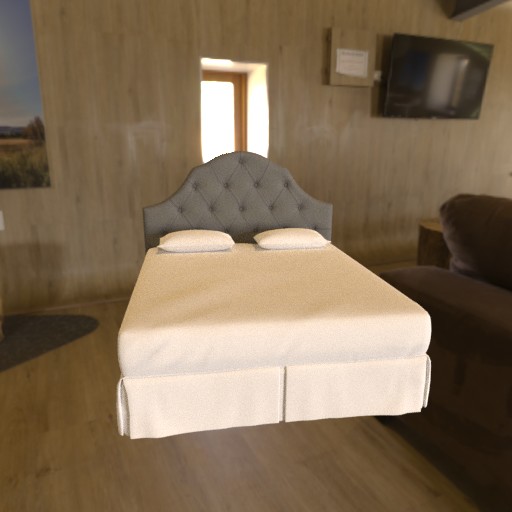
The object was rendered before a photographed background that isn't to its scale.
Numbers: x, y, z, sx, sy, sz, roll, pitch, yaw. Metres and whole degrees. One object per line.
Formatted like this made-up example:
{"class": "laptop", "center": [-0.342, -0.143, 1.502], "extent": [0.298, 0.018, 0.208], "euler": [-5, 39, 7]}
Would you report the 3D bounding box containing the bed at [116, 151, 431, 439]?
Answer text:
{"class": "bed", "center": [0.000, 0.000, 3.584], "extent": [2.008, 1.615, 2.214], "euler": [-2, 14, -8]}
